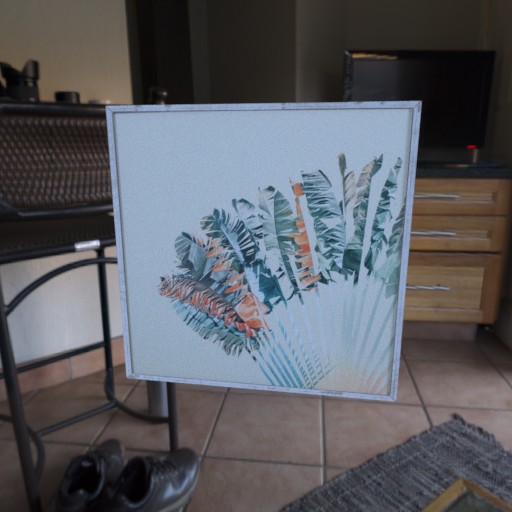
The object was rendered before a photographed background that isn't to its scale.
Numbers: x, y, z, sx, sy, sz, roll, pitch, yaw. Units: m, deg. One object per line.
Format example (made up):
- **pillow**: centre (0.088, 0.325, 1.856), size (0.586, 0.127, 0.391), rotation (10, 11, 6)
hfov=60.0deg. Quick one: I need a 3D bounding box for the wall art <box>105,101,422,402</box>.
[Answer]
- **wall art**: centre (0.000, 0.000, 1.163), size (0.760, 0.757, 0.038), rotation (2, 14, 9)
